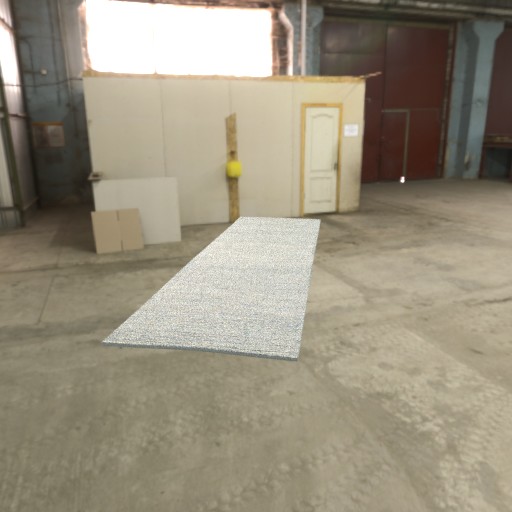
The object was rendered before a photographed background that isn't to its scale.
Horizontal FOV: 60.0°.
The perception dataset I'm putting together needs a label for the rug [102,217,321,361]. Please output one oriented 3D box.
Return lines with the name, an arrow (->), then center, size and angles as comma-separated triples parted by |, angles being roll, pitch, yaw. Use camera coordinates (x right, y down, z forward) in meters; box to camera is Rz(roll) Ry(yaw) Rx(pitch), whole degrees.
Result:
rug -> 0.000, 0.000, 2.577 | 0.675, 0.037, 2.341 | 3, 16, 9
